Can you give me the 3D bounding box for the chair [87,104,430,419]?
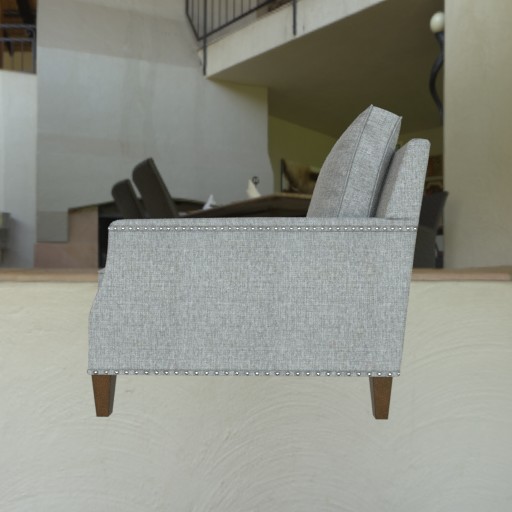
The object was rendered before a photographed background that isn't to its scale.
[{"bbox_3d":[0.000,0.000,1.685,1.014,0.943,0.853,0,0,1],"label":"chair"}]
